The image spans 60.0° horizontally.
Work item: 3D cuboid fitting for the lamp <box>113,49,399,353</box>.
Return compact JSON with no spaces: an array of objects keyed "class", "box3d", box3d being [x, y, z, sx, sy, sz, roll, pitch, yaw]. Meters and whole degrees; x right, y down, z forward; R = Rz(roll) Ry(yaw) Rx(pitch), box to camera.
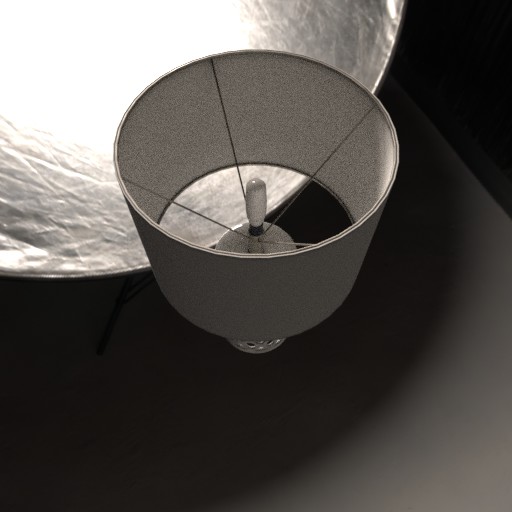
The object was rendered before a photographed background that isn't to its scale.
[{"class":"lamp","box3d":[0.000,0.000,0.694,0.310,0.502,0.310,0,59,0]}]
